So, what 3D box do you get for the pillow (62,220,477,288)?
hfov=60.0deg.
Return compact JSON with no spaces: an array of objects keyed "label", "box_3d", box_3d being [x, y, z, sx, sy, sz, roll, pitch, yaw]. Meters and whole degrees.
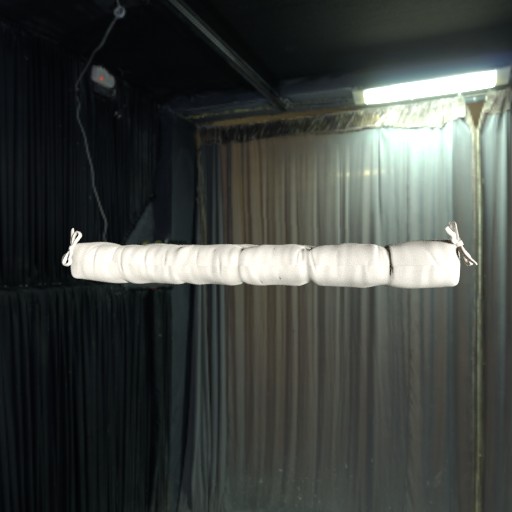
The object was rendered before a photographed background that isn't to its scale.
[{"label":"pillow","box_3d":[0.000,0.000,1.383,1.194,0.174,0.511,0,0,18]}]
